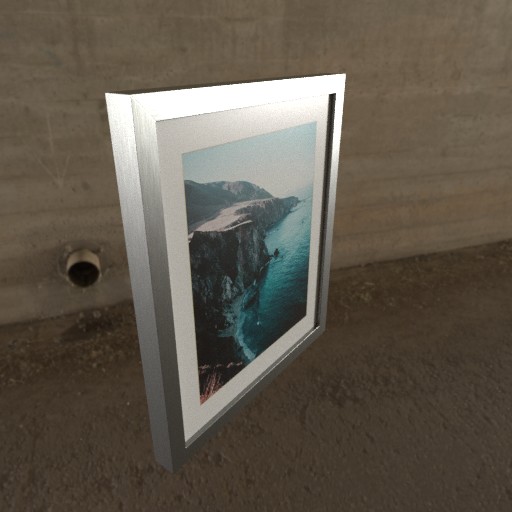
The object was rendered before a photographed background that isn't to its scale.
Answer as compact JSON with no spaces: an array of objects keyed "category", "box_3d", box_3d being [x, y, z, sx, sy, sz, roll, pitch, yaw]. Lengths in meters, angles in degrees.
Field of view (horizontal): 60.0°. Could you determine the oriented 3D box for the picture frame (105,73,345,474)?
[{"category":"picture frame","box_3d":[0.000,0.000,1.313,0.073,0.968,0.839,18,31,33]}]
